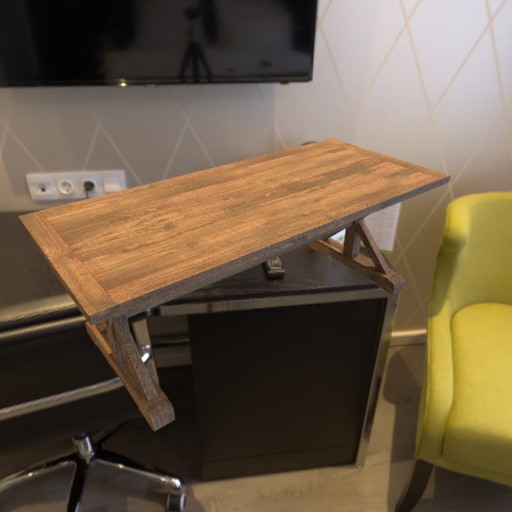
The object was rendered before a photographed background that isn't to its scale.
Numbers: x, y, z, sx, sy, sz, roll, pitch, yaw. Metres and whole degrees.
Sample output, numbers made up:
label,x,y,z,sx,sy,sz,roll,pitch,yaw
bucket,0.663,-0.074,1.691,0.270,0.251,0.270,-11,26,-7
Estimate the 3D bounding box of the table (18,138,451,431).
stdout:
label,x,y,z,sx,sy,sz,roll,pitch,yaw
table,0.000,0.000,2.425,2.031,0.733,0.907,-22,37,-32
